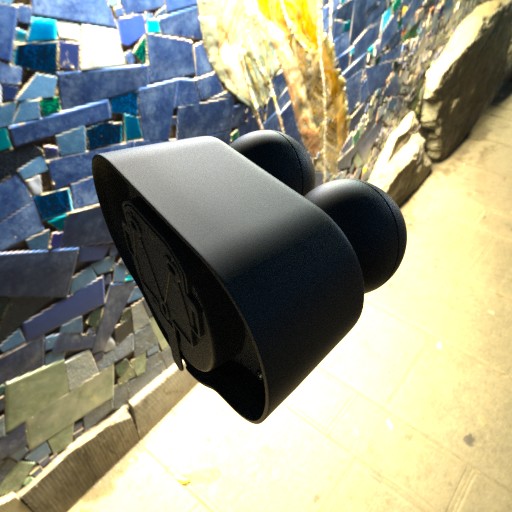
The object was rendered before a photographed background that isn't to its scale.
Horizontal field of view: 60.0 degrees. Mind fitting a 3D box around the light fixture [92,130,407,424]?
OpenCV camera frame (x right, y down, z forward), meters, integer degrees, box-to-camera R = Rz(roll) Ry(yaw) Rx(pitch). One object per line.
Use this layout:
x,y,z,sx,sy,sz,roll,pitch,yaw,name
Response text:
0.000,0.000,0.339,0.159,0.159,0.229,-26,47,-26,light fixture
